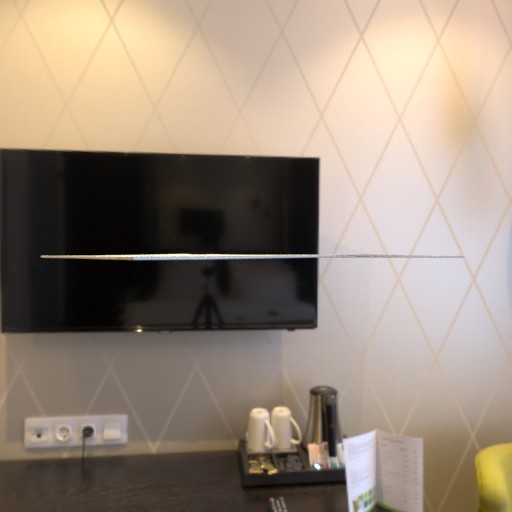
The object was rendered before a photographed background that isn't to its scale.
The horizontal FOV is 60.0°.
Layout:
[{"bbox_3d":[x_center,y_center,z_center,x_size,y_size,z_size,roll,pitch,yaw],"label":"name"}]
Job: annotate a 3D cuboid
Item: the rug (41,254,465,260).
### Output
[{"bbox_3d":[0.000,0.000,2.916,2.305,0.029,1.593,0,0,-37],"label":"rug"}]
